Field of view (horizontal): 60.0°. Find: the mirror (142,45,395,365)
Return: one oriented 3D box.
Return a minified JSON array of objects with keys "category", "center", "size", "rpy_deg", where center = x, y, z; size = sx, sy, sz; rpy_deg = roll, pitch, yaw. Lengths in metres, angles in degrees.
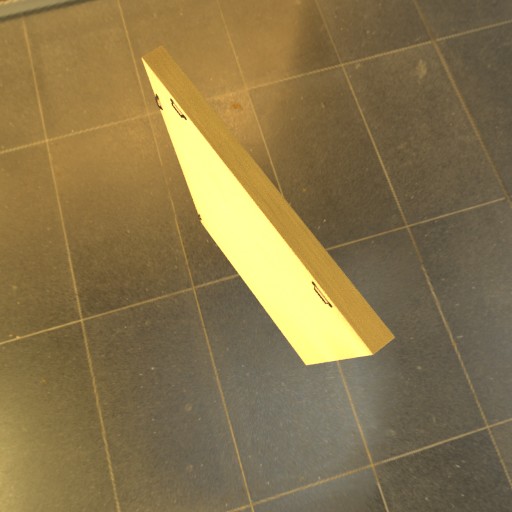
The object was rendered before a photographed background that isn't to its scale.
[{"category":"mirror","center":[0.000,0.000,0.918],"size":[0.040,0.710,0.507],"rpy_deg":[-35,78,-9]}]
